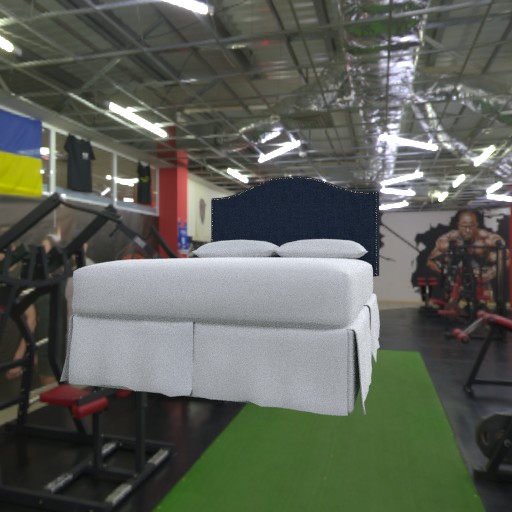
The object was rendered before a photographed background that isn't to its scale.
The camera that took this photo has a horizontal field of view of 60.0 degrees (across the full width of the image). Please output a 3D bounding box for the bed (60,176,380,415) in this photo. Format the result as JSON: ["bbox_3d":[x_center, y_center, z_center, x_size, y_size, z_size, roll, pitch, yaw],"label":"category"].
[{"bbox_3d":[0.000,0.000,3.280,1.725,1.518,2.153,0,0,18],"label":"bed"}]
